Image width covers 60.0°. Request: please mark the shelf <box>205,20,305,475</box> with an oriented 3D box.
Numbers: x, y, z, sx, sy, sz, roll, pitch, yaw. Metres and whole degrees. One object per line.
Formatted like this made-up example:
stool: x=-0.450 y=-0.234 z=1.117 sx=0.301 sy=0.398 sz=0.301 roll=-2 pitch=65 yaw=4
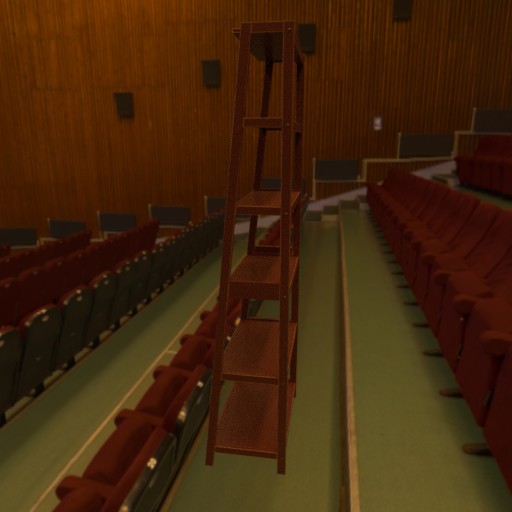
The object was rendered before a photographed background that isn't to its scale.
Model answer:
shelf: x=0.000 y=0.000 z=2.136 sx=0.381 sy=1.892 sz=0.660 roll=2 pitch=15 yaw=9
